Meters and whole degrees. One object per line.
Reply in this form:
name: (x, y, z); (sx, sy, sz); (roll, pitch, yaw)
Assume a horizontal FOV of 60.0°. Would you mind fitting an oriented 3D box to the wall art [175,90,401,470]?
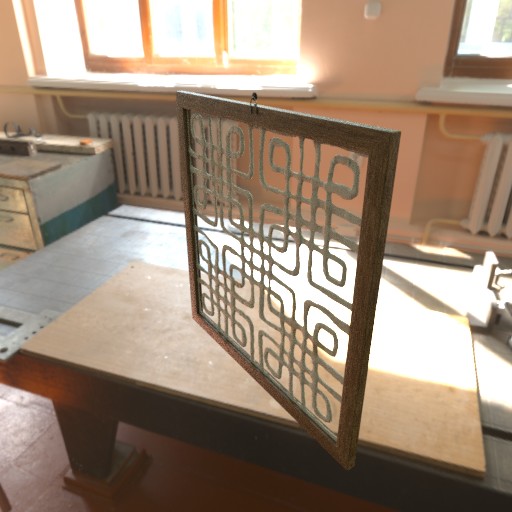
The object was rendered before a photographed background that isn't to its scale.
wall art: (0.000, 0.000, 0.833); (0.021, 0.582, 0.561); (-17, 31, -31)
